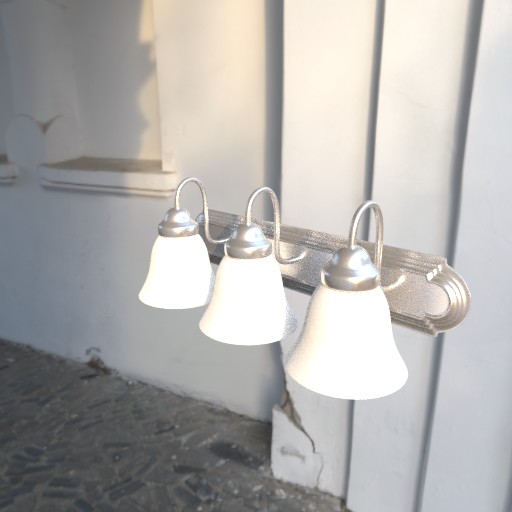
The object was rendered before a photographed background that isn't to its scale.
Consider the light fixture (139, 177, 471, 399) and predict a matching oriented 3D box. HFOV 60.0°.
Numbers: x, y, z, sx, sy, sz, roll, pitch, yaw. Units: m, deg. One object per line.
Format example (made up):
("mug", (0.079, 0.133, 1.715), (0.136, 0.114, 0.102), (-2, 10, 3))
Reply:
("light fixture", (0.000, 0.000, 0.721), (0.199, 0.222, 0.610), (-15, 22, -42))
